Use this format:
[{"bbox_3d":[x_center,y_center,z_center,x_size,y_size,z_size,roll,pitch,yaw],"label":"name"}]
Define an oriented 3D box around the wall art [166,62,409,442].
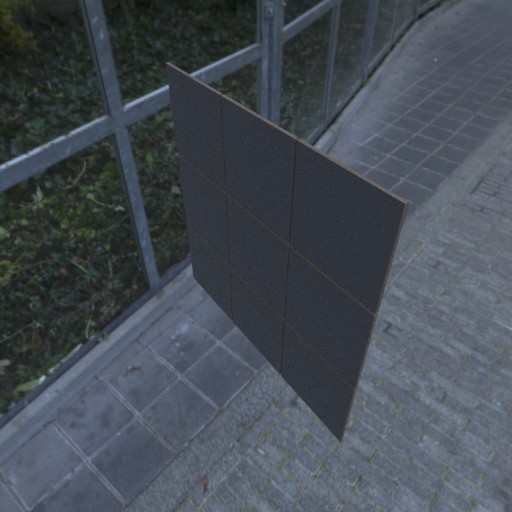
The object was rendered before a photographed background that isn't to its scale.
[{"bbox_3d":[0.000,0.000,1.825,0.013,1.216,1.216,-26,48,-26],"label":"wall art"}]
